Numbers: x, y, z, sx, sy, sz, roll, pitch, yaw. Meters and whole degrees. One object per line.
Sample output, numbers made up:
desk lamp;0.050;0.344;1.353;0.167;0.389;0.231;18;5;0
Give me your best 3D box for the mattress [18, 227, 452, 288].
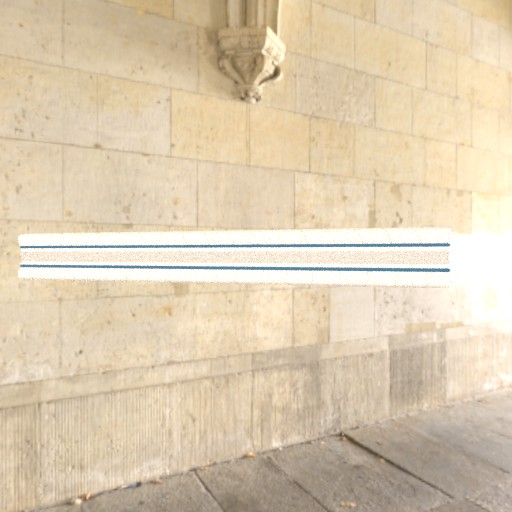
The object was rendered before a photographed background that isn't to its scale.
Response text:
mattress;0.000;0.000;2.680;2.000;0.230;1.600;0;0;17
